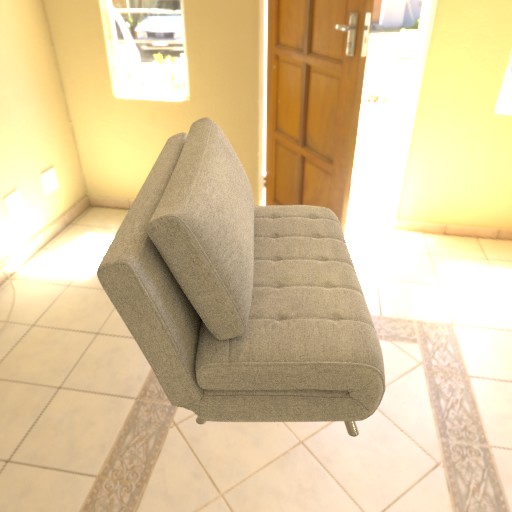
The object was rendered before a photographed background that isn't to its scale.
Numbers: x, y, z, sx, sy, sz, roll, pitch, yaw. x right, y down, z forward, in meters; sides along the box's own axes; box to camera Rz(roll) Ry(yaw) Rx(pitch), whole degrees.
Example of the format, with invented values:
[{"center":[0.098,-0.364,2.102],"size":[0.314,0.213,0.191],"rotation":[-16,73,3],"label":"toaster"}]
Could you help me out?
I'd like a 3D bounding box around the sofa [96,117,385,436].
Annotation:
[{"center":[0.000,0.000,1.929],"size":[0.910,0.910,1.220],"rotation":[0,32,0],"label":"sofa"}]
